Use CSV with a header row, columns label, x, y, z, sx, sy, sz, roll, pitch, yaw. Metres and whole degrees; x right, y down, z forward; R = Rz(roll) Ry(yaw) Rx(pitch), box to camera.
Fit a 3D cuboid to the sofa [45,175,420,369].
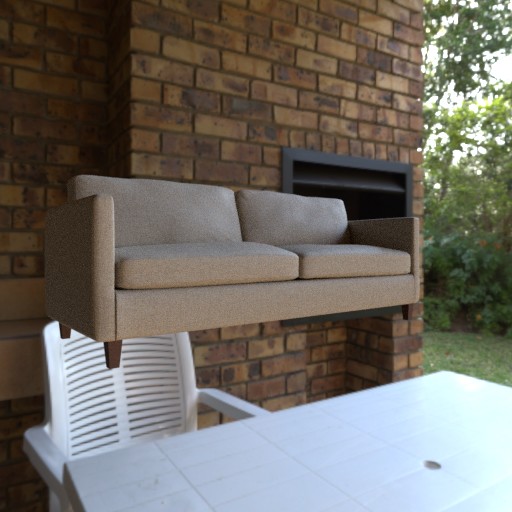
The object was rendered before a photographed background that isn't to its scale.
label,x,y,z,sx,sy,sz,roll,pitch,yaw
sofa,0.000,0.000,2.960,2.434,0.965,0.951,-1,1,-37
